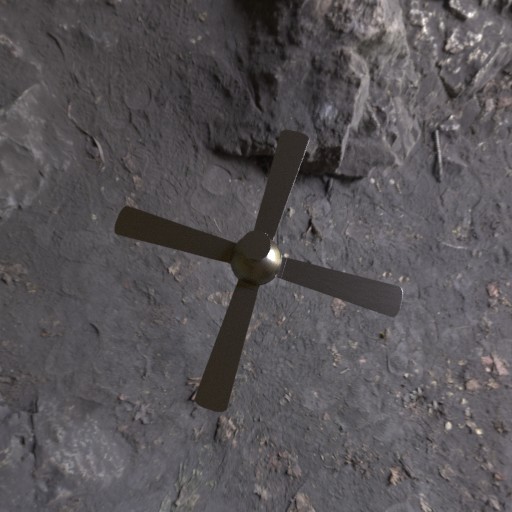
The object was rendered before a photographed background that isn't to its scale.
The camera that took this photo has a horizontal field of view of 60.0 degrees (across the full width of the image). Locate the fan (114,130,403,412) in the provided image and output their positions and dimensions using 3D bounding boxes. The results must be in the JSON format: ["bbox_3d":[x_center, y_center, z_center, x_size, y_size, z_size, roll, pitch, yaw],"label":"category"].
[{"bbox_3d":[0.000,0.000,1.990,1.321,0.381,1.321,37,79,8],"label":"fan"}]
